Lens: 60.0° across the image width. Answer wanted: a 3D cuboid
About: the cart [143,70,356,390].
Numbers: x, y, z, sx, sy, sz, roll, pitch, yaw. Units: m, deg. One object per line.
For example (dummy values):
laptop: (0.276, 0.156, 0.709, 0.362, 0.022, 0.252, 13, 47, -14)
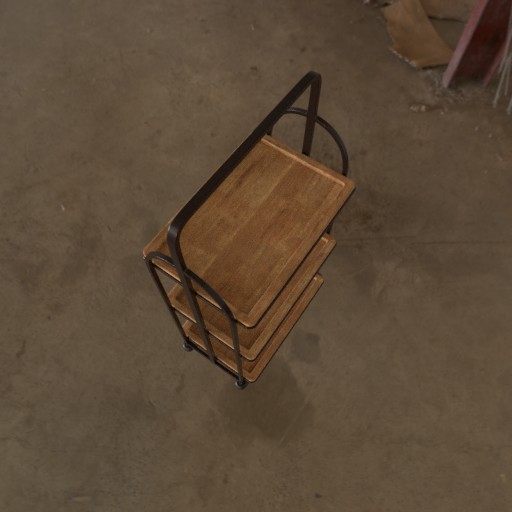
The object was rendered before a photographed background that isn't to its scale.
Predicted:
cart: (0.000, 0.000, 1.280, 0.327, 1.001, 0.553, 32, 67, 15)
